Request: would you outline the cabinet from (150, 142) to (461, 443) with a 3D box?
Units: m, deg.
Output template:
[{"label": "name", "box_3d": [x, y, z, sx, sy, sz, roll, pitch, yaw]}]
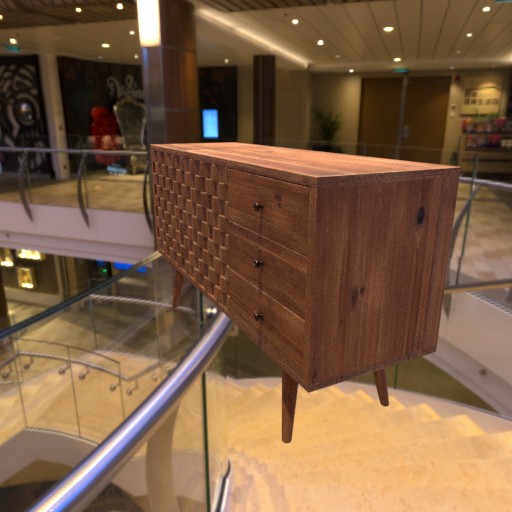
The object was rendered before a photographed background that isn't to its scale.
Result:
[{"label": "cabinet", "box_3d": [0.000, 0.000, 1.754, 0.472, 0.800, 1.400, -9, 19, -26]}]
